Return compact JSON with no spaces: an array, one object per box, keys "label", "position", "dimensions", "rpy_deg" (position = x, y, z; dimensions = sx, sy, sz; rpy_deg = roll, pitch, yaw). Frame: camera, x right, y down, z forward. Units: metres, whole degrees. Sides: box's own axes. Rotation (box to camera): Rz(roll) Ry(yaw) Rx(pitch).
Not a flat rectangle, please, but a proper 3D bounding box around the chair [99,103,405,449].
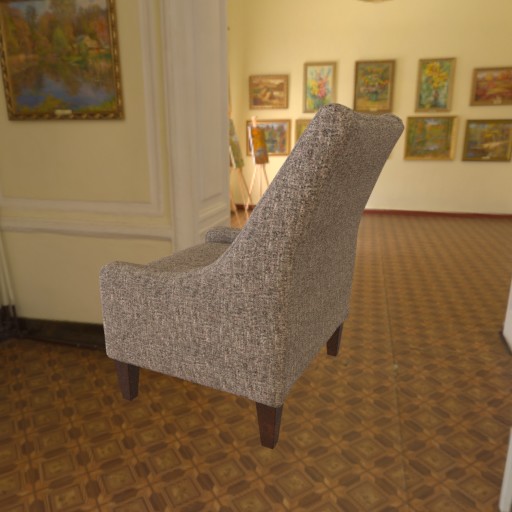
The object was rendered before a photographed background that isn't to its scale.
[{"label":"chair","position":[0.000,0.000,1.641],"dimensions":[0.870,1.014,0.774],"rpy_deg":[8,17,26]}]
